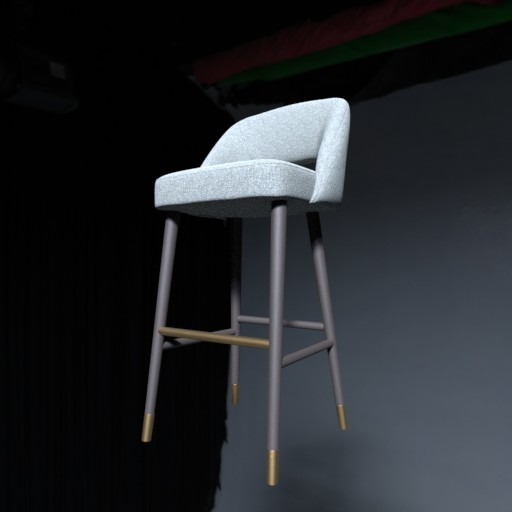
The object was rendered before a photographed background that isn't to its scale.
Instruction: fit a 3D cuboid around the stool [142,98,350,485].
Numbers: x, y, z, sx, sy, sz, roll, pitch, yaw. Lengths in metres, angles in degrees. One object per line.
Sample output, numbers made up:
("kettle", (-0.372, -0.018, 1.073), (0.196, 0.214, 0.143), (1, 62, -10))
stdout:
("stool", (0.000, 0.000, 1.389), (0.536, 1.089, 0.524), (0, -1, 35))
